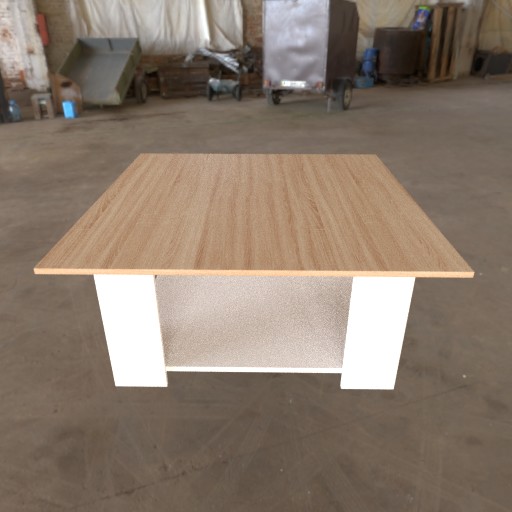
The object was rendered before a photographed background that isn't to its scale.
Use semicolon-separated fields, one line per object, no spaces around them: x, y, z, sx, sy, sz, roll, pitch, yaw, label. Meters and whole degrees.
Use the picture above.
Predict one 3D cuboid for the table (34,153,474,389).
0.000;0.000;1.040;0.670;0.305;0.670;0;28;1;table
